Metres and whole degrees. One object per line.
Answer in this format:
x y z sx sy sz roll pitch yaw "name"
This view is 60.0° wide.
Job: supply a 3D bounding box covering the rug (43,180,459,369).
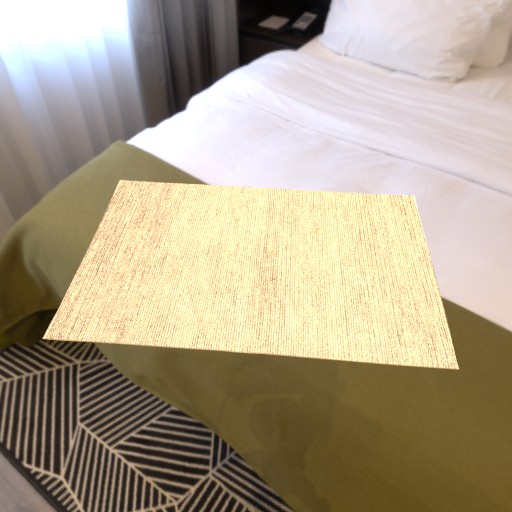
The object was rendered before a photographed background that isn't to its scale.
0.000 0.000 2.258 1.773 0.021 1.149 4 46 4 "rug"
